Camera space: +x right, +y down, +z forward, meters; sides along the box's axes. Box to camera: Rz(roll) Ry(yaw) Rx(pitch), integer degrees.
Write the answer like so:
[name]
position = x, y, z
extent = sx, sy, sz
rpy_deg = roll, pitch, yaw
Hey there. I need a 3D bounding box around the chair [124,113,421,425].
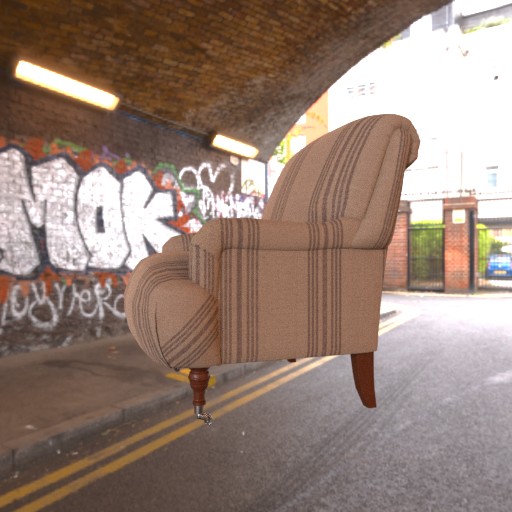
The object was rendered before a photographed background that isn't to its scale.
[chair]
position = 0.000, 0.000, 1.604
extent = 0.914, 0.940, 0.813
rpy_deg = 0, 0, -18
